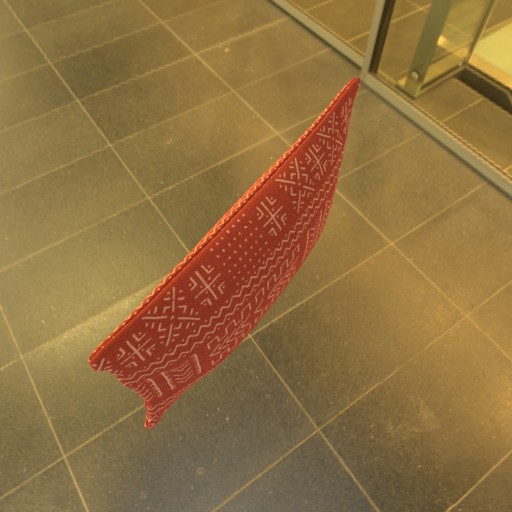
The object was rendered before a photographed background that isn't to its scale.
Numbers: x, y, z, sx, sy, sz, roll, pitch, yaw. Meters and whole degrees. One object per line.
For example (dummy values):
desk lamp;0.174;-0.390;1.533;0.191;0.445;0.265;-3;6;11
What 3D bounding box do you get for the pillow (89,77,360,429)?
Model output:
pillow;0.000;0.000;0.777;0.130;0.352;0.640;31;63;18
